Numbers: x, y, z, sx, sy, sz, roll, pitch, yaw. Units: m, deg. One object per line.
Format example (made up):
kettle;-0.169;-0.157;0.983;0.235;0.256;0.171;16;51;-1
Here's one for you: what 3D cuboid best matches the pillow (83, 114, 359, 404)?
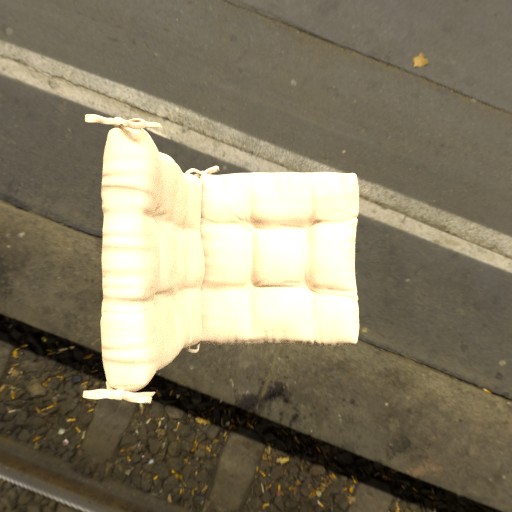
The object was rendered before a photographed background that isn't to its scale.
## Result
pillow;0.000;0.000;1.008;0.571;0.605;0.519;0;89;0
